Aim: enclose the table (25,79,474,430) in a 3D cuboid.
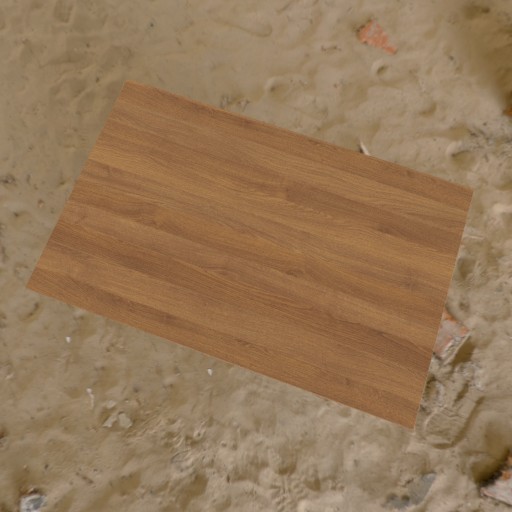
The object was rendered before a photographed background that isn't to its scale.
[{"bbox_3d":[0.000,0.000,1.468,1.100,0.442,0.700,19,77,5],"label":"table"}]
